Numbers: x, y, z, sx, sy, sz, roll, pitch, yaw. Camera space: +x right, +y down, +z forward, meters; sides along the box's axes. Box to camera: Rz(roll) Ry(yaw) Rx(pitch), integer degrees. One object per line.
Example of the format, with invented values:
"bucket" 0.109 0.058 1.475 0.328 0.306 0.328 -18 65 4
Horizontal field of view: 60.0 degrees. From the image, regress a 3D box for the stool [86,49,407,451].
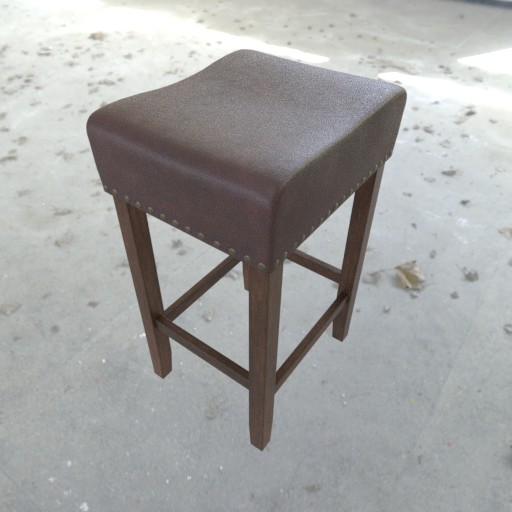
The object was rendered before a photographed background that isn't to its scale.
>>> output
"stool" 0.000 0.000 1.048 0.401 0.769 0.465 26 48 26
